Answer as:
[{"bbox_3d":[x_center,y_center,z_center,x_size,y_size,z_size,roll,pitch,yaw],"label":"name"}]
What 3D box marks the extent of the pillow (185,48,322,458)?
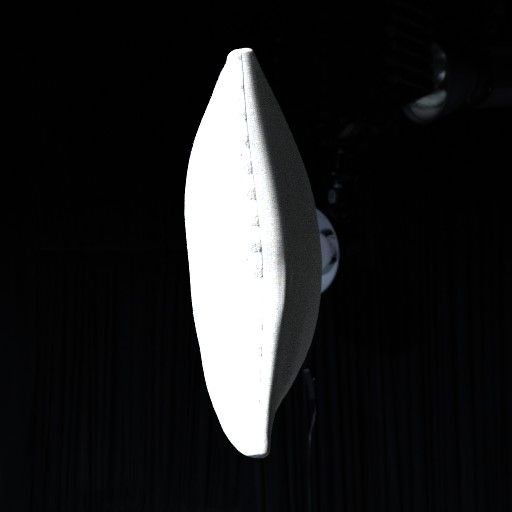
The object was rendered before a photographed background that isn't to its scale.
[{"bbox_3d":[0.000,0.000,0.769,0.219,0.491,0.496,0,-1,1],"label":"pillow"}]
